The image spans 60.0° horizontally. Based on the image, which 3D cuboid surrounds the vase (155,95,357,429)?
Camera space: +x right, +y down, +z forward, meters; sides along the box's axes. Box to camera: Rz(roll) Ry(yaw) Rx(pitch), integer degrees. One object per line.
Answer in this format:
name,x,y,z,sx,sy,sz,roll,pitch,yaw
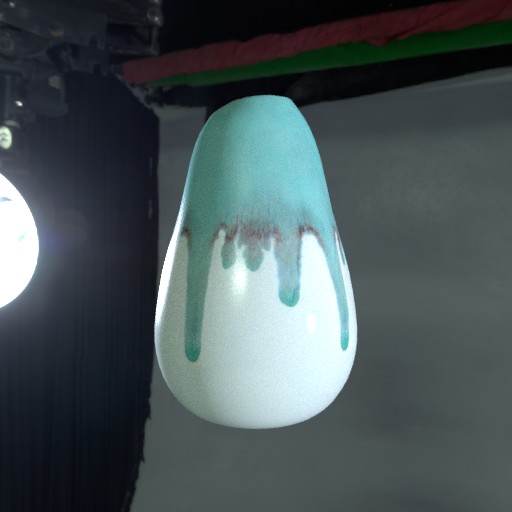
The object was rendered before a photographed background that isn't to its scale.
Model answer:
vase,0.000,0.000,0.260,0.116,0.179,0.116,0,0,0
